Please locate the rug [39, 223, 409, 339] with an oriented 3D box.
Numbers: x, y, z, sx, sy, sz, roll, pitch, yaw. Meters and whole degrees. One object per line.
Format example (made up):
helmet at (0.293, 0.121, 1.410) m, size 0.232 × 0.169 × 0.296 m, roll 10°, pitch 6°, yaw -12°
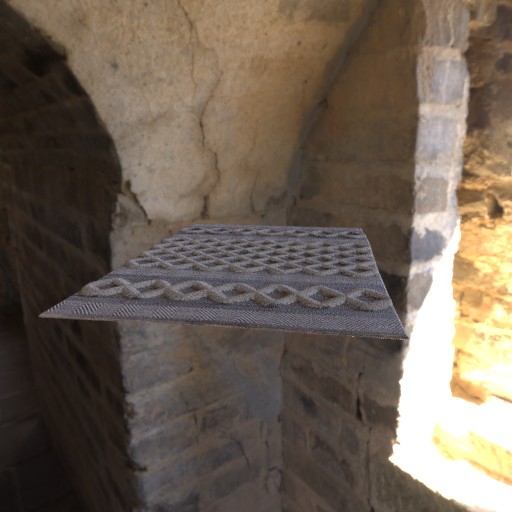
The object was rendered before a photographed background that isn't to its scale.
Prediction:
rug at (0.000, 0.000, 2.291) m, size 1.222 × 0.030 × 1.823 m, roll 2°, pitch 14°, yaw 8°
